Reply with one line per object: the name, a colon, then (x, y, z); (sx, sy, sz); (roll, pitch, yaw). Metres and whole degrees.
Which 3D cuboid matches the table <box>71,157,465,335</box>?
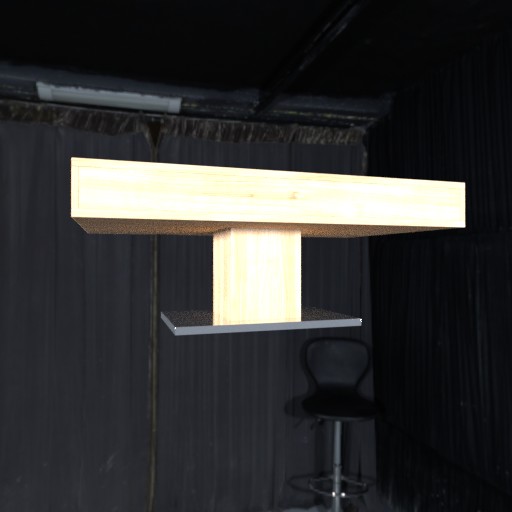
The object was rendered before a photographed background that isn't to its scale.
table: (0.000, 0.000, 1.501); (1.100, 0.440, 0.700); (0, 0, -18)
